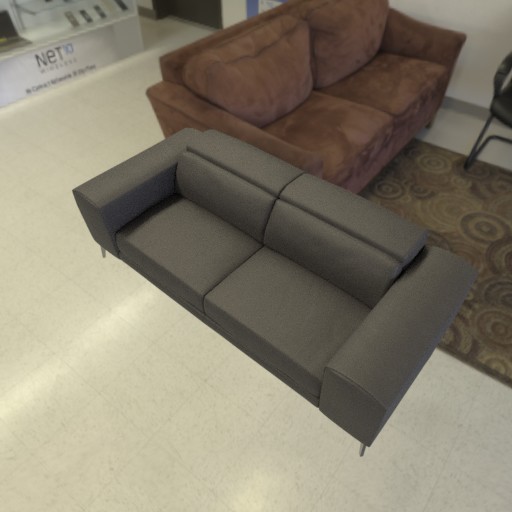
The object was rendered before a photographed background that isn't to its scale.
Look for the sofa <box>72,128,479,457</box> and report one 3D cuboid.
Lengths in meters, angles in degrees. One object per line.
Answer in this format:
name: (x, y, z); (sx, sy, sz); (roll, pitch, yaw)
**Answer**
sofa: (0.000, 0.000, 2.811); (2.330, 0.814, 1.048); (32, 54, 27)
